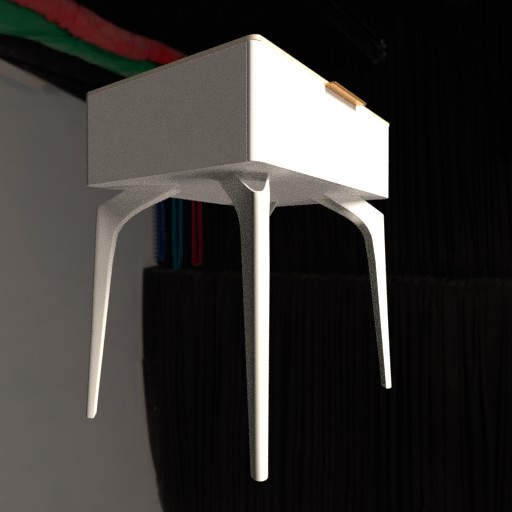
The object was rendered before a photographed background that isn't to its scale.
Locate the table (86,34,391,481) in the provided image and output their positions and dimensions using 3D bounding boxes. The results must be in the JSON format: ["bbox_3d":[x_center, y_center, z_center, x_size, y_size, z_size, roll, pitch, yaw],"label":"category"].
[{"bbox_3d":[0.000,0.000,0.870,0.400,0.570,0.500,0,1,36],"label":"table"}]
